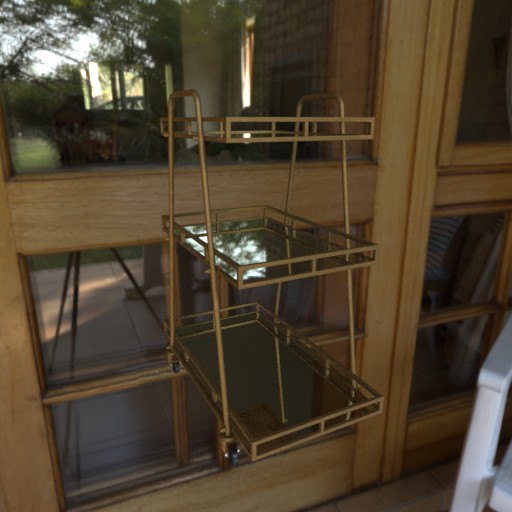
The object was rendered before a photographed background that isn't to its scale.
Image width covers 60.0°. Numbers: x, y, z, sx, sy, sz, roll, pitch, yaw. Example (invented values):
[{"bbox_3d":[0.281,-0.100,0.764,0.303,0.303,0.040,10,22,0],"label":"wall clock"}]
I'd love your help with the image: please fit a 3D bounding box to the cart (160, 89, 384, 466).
[{"bbox_3d":[0.000,0.000,1.277,0.441,0.883,0.711,-9,19,-26],"label":"cart"}]
